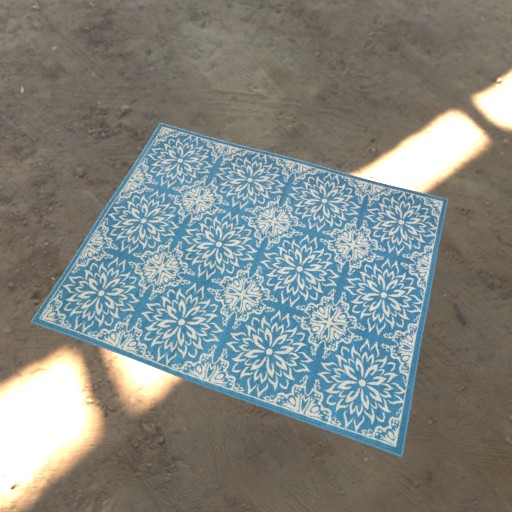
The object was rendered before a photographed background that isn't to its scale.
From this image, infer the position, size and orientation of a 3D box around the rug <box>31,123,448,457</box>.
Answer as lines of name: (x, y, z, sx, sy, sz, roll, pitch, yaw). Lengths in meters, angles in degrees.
rug: (0.000, 0.000, 3.824, 2.964, 0.018, 2.350, 17, 61, 10)
